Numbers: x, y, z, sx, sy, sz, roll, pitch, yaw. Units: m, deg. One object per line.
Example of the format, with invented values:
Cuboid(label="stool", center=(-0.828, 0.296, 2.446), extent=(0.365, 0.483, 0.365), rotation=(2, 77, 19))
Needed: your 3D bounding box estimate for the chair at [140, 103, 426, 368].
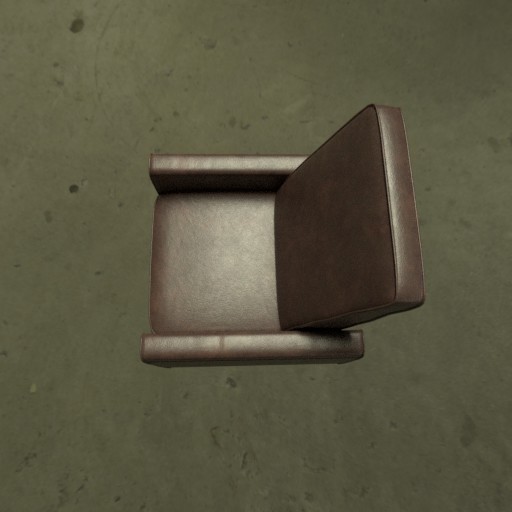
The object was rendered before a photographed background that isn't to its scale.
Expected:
Cuboid(label="chair", center=(0.000, 0.000, 1.503), extent=(0.746, 1.013, 0.705), rotation=(-1, 74, 0))
